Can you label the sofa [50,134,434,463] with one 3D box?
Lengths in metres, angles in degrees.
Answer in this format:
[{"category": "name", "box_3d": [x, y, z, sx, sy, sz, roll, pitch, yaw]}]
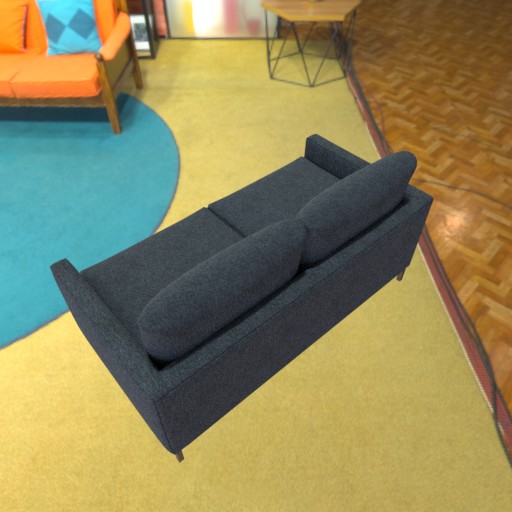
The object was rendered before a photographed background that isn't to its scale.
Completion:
[{"category": "sofa", "box_3d": [0.000, 0.000, 2.239, 1.716, 0.862, 0.866, -32, 54, -27]}]
